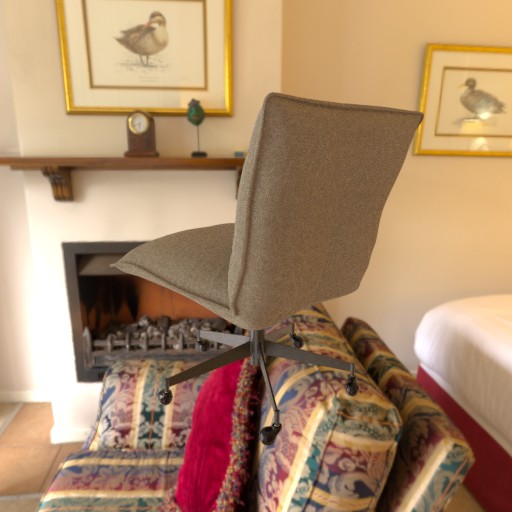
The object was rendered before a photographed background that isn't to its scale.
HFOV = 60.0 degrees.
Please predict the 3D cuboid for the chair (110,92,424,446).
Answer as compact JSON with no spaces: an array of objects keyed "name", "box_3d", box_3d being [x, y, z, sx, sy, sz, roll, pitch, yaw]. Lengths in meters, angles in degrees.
[{"name":"chair","box_3d":[0.000,0.000,1.291,0.597,0.811,0.696,-14,20,-43]}]
